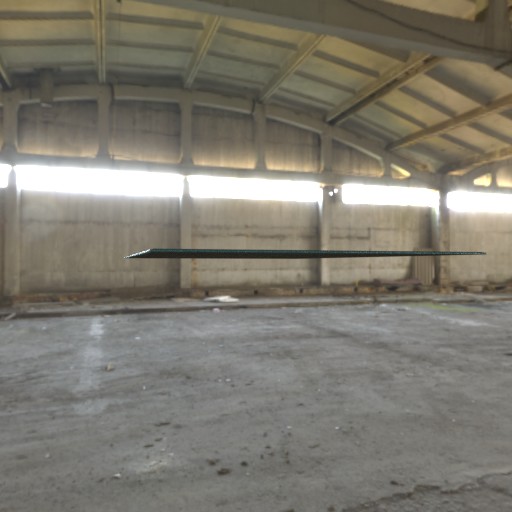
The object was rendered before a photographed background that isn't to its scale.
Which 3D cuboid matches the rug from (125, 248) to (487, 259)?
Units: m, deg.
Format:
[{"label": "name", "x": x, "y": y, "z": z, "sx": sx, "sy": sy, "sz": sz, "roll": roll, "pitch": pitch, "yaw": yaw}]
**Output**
[{"label": "rug", "x": 0.000, "y": 0.000, "z": 2.881, "sx": 1.554, "sy": 0.012, "sz": 2.205, "roll": 0, "pitch": -1, "yaw": -19}]
